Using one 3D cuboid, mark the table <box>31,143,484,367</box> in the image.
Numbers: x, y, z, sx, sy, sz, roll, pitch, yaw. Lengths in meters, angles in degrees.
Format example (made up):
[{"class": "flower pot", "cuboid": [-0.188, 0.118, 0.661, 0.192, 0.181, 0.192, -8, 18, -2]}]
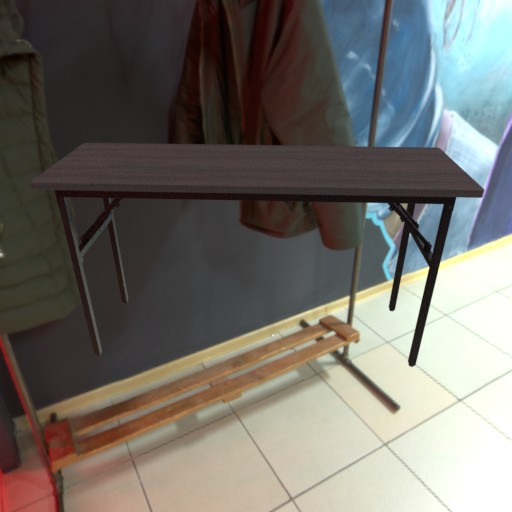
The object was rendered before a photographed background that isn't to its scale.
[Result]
[{"class": "table", "cuboid": [0.000, 0.000, 1.738, 1.399, 0.750, 0.449, 1, 30, 2]}]
